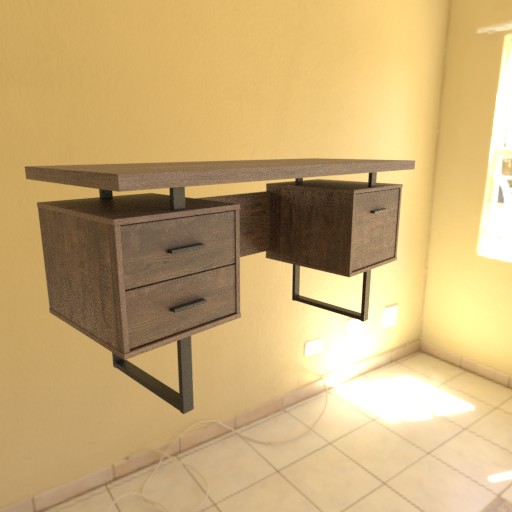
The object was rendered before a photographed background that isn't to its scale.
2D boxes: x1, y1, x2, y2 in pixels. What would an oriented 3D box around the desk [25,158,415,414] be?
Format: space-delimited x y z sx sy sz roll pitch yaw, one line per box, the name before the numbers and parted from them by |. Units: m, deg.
desk | 0.000 0.000 1.847 0.600 0.760 1.524 13 19 43
